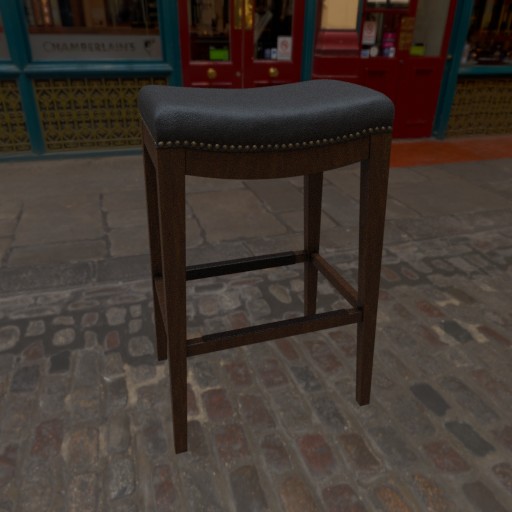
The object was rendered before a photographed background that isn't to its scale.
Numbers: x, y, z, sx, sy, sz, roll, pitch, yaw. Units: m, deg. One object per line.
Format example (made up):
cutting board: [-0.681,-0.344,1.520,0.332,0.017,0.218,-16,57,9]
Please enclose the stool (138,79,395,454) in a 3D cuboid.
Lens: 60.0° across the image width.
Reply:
stool: [0.000,0.000,1.058,0.500,0.765,0.361,-8,28,-16]
